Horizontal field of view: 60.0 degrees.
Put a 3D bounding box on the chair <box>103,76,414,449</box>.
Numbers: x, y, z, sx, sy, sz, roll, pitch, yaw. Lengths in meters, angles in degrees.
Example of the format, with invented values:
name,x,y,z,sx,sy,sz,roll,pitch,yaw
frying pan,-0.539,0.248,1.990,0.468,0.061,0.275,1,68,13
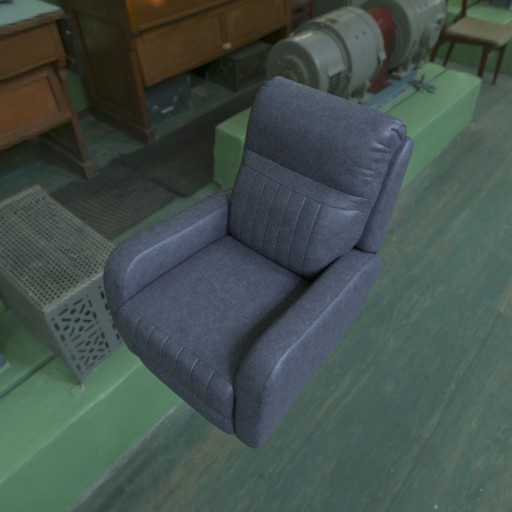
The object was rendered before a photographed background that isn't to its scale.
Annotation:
name,x,y,z,sx,sy,sz,roll,pitch,yaw
chair,0.000,0.000,1.818,0.865,1.067,1.067,30,53,26
